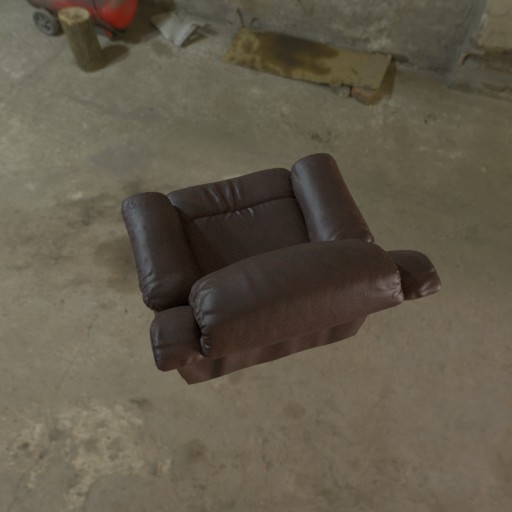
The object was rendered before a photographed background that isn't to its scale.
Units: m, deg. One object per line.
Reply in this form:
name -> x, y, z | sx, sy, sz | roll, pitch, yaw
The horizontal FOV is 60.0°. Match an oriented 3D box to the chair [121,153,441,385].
chair -> 0.000, 0.000, 1.255 | 0.680, 0.702, 0.707 | -15, 59, -9
